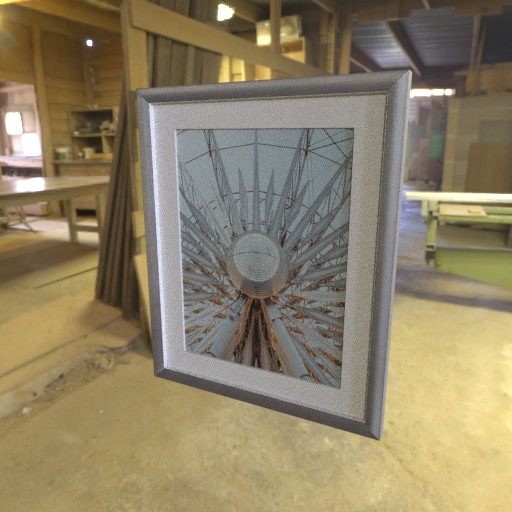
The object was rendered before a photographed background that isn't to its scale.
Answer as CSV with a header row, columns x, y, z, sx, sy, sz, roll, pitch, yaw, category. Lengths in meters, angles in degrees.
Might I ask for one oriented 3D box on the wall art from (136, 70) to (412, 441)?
x,y,z,sx,sy,sz,roll,pitch,yaw,category
0.000,0.000,0.755,0.458,0.558,0.029,7,16,26,wall art
